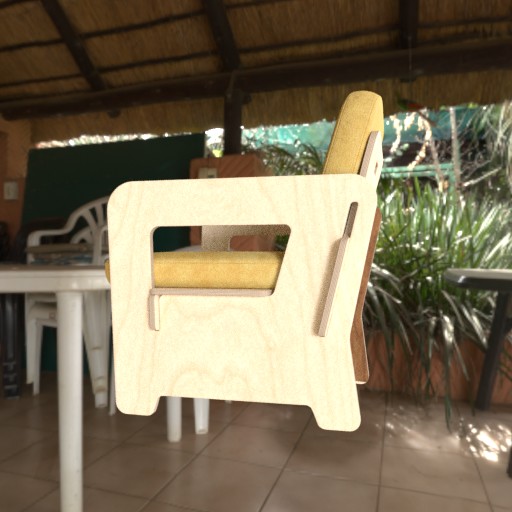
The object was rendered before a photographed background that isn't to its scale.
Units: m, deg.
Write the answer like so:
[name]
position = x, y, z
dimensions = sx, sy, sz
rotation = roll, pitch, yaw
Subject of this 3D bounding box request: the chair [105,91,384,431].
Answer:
[chair]
position = 0.000, 0.000, 1.287
dimensions = 0.710, 0.800, 0.590
rotation = 0, 0, 17
